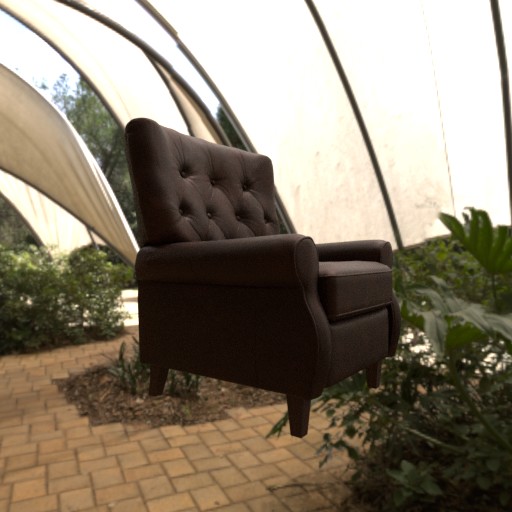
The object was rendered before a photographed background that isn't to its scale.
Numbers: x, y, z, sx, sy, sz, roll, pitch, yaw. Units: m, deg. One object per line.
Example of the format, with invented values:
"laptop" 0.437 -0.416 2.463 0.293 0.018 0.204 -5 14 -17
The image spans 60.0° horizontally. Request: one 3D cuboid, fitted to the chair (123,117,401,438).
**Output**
"chair" 0.000 0.000 1.944 1.058 1.158 0.948 0 0 36
